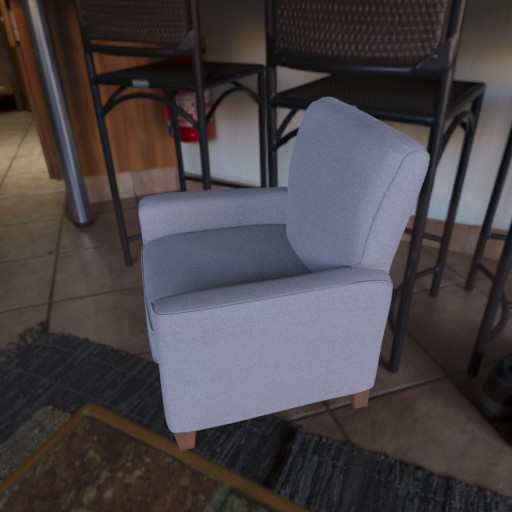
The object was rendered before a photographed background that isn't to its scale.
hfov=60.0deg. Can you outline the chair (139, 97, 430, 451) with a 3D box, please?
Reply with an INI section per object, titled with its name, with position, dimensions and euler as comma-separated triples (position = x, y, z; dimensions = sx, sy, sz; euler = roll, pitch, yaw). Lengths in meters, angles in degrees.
[chair]
position = 0.000, 0.000, 1.670
dimensions = 0.859, 1.023, 0.845
euler = -8, 32, -13
